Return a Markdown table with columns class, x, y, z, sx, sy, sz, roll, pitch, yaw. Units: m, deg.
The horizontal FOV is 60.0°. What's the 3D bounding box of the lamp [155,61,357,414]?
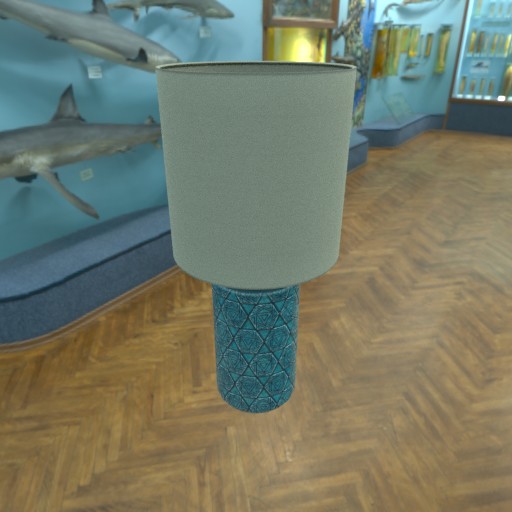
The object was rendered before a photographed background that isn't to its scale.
| class | x | y | z | sx | sy | sz | roll | pitch | yaw |
| --- | --- | --- | --- | --- | --- | --- | --- | --- | --- |
| lamp | 0.000 | 0.000 | 0.756 | 0.278 | 0.597 | 0.278 | 18 | 32 | 32 |
